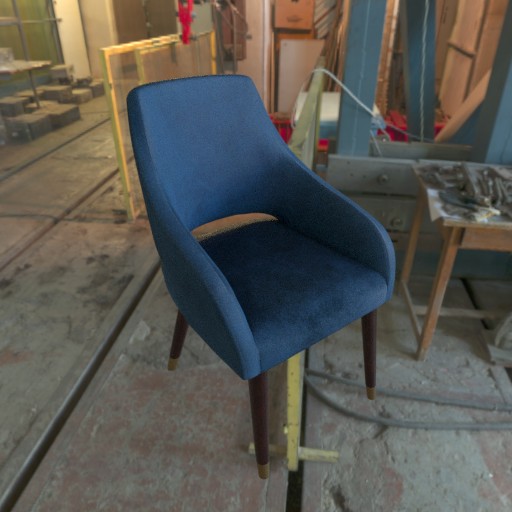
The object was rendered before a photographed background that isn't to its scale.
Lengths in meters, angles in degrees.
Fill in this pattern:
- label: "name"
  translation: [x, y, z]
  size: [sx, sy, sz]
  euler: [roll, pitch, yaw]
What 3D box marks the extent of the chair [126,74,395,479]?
- label: "chair"
  translation: [0.000, 0.000, 1.542]
  size: [0.683, 1.081, 0.794]
  euler: [-21, 36, -32]
